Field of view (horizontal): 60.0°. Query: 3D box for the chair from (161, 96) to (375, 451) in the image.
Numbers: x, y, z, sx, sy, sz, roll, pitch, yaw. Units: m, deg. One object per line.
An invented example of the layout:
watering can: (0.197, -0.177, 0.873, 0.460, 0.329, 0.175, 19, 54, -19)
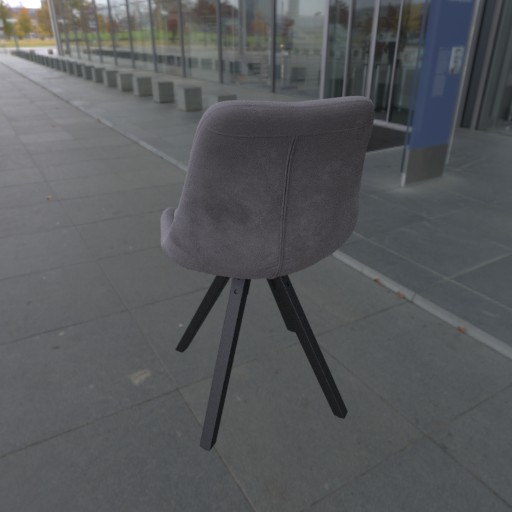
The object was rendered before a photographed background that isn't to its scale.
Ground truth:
chair: (0.000, 0.000, 1.174, 0.485, 0.850, 0.550, -7, 27, -15)
